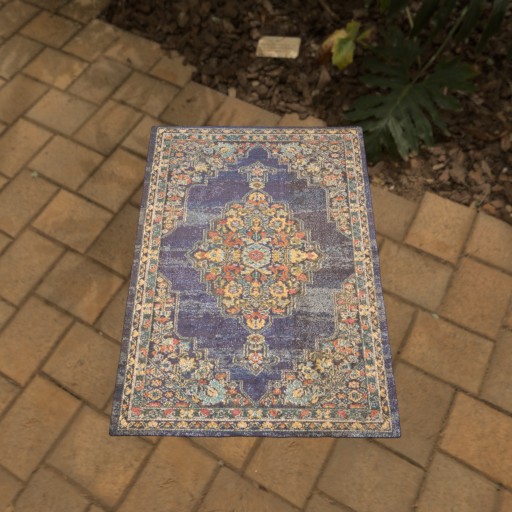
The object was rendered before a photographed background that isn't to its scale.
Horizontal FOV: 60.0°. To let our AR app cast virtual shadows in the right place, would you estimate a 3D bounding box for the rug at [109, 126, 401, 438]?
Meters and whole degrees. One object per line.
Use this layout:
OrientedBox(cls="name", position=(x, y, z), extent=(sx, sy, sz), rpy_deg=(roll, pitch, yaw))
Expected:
OrientedBox(cls="rug", position=(0.000, 0.000, 2.936), extent=(1.630, 0.009, 2.232), rpy_deg=(0, 64, 0))
